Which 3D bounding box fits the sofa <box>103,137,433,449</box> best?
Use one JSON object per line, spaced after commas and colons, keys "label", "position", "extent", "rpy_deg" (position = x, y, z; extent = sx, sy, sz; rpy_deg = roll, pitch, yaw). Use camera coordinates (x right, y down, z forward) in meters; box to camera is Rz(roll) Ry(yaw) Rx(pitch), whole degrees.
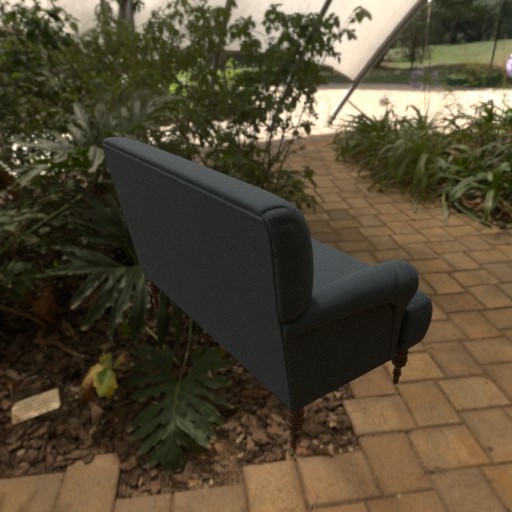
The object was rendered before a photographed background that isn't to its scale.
{"label": "sofa", "position": [0.000, 0.000, 1.831], "extent": [0.779, 0.889, 1.297], "rpy_deg": [-17, 30, -32]}
